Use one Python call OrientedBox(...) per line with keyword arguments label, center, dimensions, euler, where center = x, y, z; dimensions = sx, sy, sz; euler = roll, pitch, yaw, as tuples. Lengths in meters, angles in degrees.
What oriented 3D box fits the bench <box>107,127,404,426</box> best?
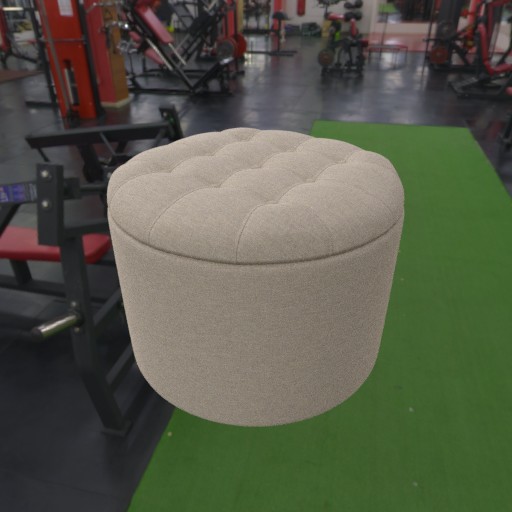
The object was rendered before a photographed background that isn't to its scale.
OrientedBox(label="bench", center=(0.000, 0.000, 1.004), dimensions=(0.600, 0.454, 0.600), euler=(0, 31, 0))
